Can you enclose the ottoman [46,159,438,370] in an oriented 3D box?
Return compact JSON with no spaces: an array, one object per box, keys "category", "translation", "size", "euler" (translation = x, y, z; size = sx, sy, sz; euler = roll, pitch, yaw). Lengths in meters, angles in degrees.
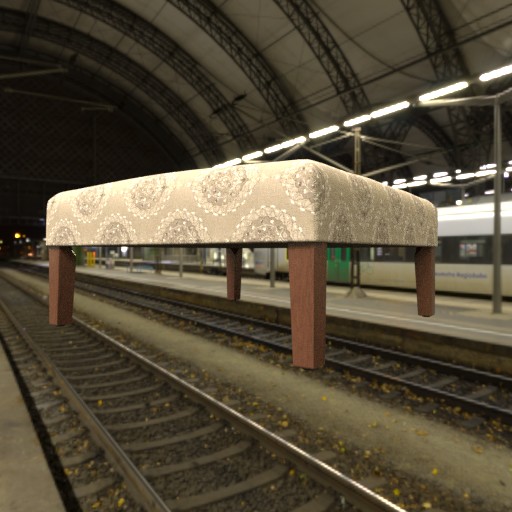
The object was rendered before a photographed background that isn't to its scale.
[{"category":"ottoman","translation":[0.000,0.000,1.398],"size":[0.890,0.411,0.889],"euler":[0,1,35]}]
